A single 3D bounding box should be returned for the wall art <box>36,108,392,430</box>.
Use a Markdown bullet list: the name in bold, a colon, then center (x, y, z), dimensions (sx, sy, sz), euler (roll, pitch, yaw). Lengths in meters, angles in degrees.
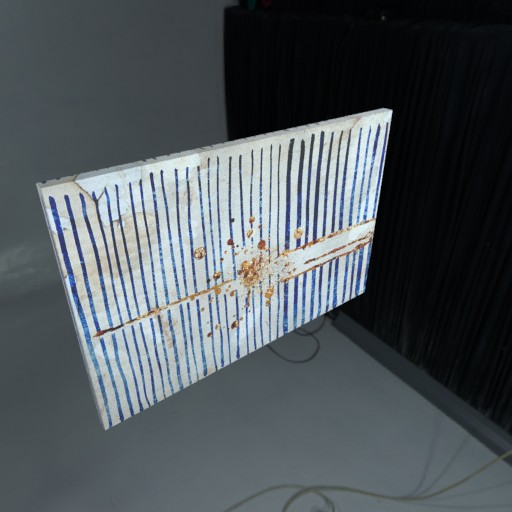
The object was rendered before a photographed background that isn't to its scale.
- **wall art**: center (0.000, 0.000, 1.138), dimensions (0.919, 0.609, 0.030), euler (-22, 37, -32)
